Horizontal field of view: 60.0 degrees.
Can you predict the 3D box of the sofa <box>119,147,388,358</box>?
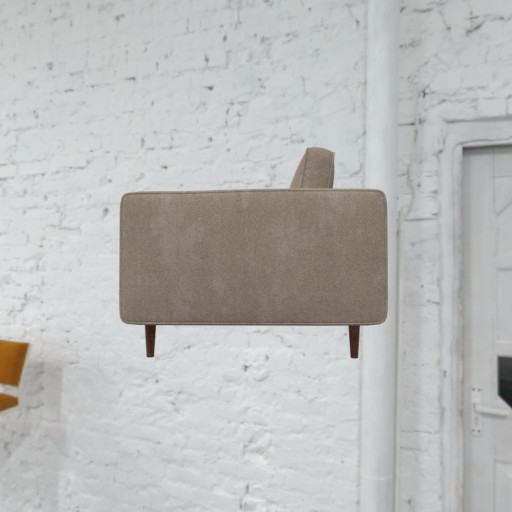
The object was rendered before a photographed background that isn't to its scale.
[{"bbox_3d":[0.000,0.000,2.381,0.920,0.769,1.883,0,-1,1],"label":"sofa"}]
